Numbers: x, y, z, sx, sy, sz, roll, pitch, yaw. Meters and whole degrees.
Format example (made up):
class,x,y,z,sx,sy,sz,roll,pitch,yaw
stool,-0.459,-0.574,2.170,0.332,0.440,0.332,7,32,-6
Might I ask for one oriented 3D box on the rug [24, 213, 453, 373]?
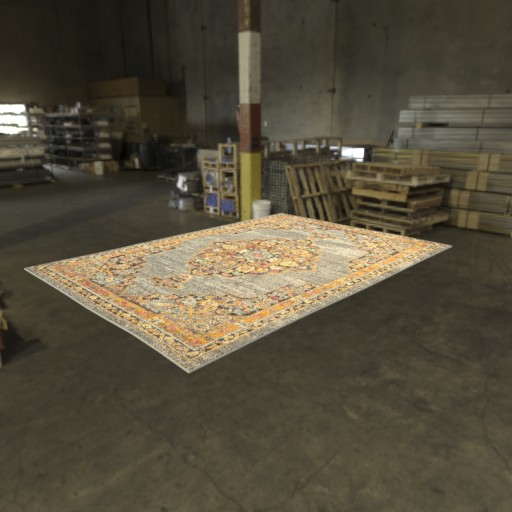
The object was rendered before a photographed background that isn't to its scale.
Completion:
class,x,y,z,sx,sy,sz,roll,pitch,yaw
rug,0.000,0.000,3.830,2.158,0.024,3.063,16,23,42
